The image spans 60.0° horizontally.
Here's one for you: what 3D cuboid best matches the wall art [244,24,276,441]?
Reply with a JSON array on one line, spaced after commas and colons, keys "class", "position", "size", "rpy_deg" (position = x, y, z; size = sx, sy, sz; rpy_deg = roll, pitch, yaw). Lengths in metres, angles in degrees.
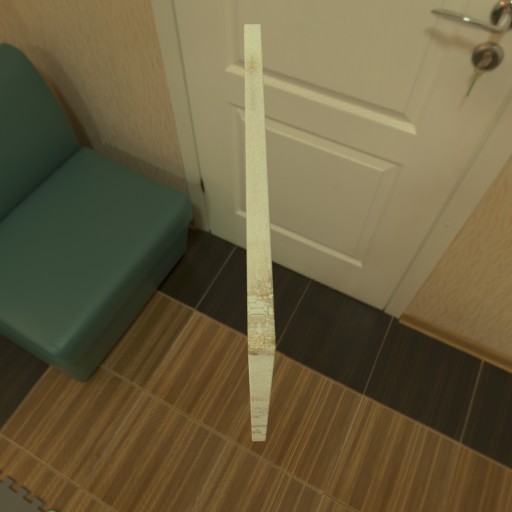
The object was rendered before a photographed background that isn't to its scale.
[{"class": "wall art", "position": [0.000, 0.000, 1.115], "size": [0.038, 0.755, 0.753], "rpy_deg": [-1, 59, -1]}]
